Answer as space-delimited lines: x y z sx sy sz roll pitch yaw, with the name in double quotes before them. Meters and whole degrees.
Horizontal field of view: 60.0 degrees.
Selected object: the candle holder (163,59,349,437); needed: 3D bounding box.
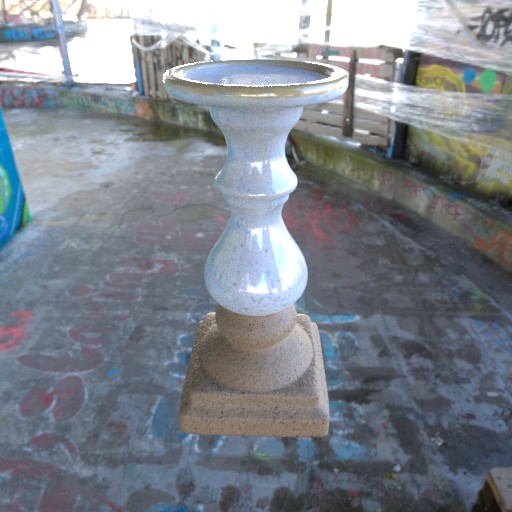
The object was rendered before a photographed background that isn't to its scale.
"candle holder" 0.000 0.000 0.306 0.110 0.239 0.110 1 31 1
